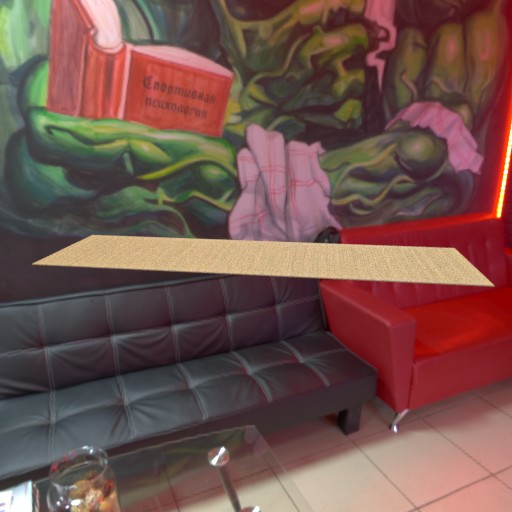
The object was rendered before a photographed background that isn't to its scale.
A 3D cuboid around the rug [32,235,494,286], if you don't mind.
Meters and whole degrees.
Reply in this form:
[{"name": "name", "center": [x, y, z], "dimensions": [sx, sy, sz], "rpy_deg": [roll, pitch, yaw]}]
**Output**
[{"name": "rug", "center": [0.000, 0.000, 2.643], "dimensions": [2.437, 0.006, 0.686], "rpy_deg": [2, 17, 8]}]
